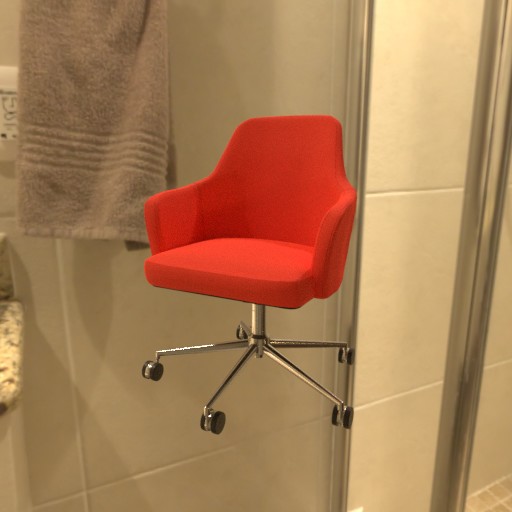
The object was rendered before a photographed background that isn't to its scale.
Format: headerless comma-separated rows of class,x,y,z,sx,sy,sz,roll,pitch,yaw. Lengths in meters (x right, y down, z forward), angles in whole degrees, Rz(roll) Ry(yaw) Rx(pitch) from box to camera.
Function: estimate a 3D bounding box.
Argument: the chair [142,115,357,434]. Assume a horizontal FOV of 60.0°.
chair,0.000,0.000,1.297,0.655,0.820,0.600,7,15,26
